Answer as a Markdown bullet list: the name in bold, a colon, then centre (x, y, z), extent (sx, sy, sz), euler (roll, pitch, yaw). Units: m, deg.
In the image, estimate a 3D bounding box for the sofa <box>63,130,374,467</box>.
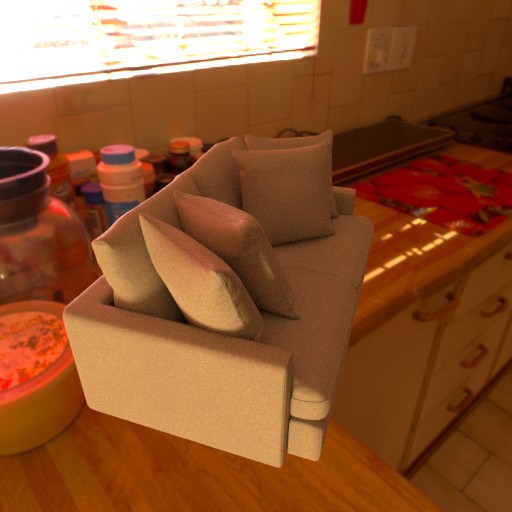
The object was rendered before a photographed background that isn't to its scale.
- **sofa**: centre (0.000, 0.000, 2.597), extent (1.228, 1.080, 1.869), euler (10, 33, 16)
